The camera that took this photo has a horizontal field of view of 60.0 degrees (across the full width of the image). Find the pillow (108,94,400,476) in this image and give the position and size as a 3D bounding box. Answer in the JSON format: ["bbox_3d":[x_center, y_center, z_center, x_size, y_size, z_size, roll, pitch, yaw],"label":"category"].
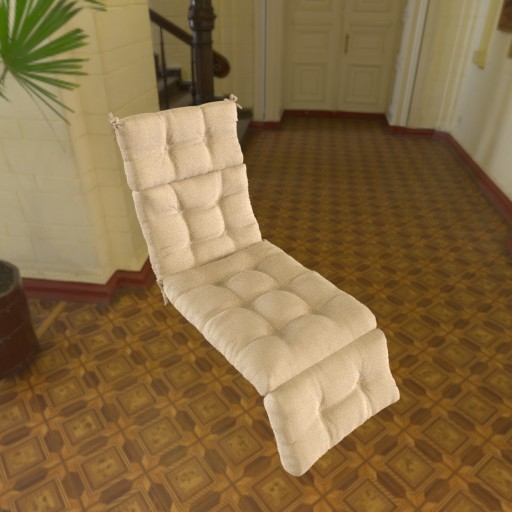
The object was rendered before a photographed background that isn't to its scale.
[{"bbox_3d":[0.000,0.000,1.506,0.526,0.863,1.016,-22,38,-31],"label":"pillow"}]
